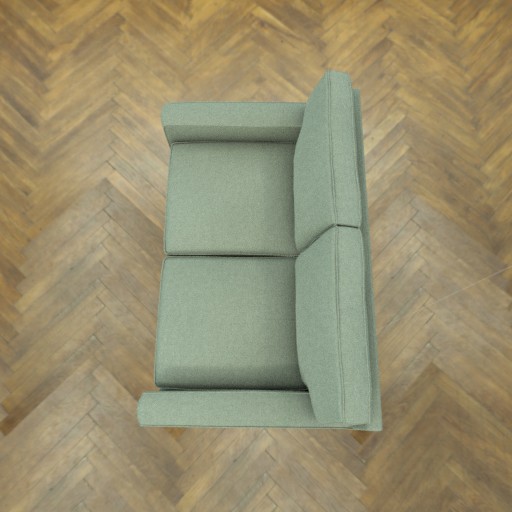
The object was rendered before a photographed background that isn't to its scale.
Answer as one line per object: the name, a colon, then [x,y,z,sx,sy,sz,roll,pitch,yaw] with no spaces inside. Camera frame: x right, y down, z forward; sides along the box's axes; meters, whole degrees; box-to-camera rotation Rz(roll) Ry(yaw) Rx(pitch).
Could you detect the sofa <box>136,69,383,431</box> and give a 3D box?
sofa: [0.000,0.000,2.058,0.940,0.853,1.484,1,73,0]
